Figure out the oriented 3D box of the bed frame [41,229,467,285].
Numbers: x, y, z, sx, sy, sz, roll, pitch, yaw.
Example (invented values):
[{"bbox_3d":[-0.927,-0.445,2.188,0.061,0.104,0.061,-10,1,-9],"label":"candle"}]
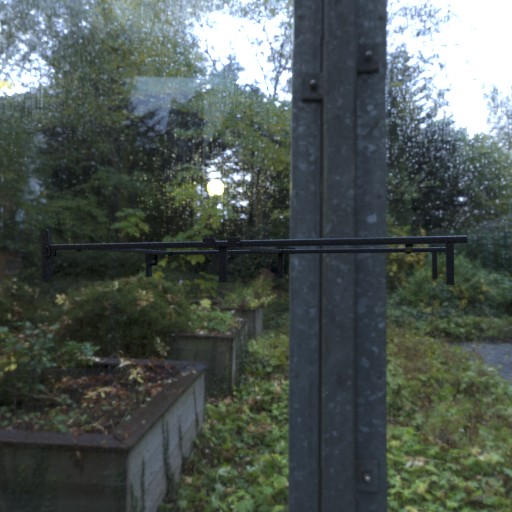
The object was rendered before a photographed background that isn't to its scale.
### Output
[{"bbox_3d":[0.000,0.000,2.318,1.897,0.248,0.968,-1,-2,19],"label":"bed frame"}]
